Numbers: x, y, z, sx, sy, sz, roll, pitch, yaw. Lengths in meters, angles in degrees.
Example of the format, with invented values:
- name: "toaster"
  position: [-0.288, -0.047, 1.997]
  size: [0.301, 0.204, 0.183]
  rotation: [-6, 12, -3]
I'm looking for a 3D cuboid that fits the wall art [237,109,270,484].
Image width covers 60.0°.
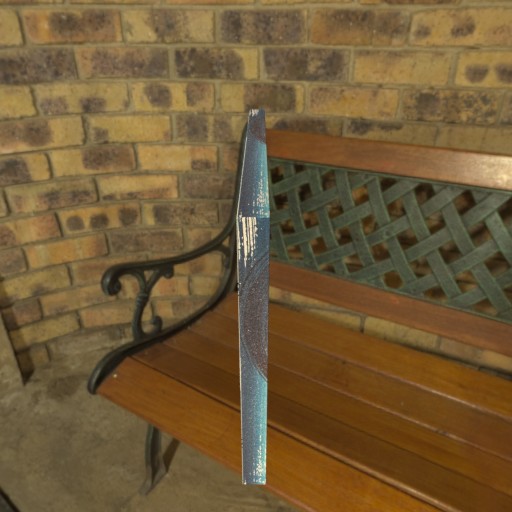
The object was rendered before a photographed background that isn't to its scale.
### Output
- name: "wall art"
  position: [0.000, 0.000, 0.798]
  size: [0.033, 0.406, 0.609]
  rotation: [0, 28, 0]
